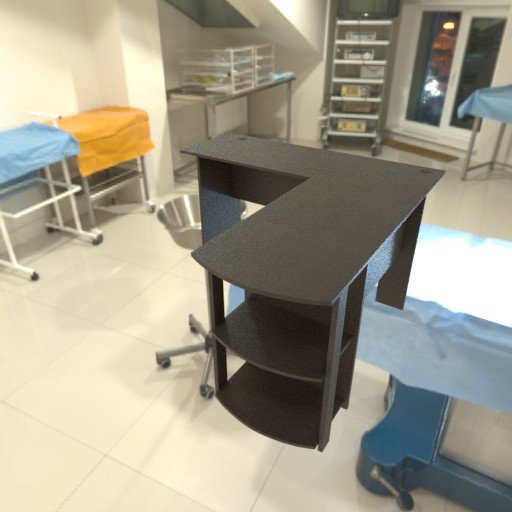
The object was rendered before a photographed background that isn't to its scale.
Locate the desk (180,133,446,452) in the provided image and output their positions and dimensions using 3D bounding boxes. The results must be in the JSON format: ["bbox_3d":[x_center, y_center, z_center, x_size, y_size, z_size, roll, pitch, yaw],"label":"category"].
[{"bbox_3d":[0.000,0.000,2.136,1.303,0.716,1.361,18,34,28],"label":"desk"}]
